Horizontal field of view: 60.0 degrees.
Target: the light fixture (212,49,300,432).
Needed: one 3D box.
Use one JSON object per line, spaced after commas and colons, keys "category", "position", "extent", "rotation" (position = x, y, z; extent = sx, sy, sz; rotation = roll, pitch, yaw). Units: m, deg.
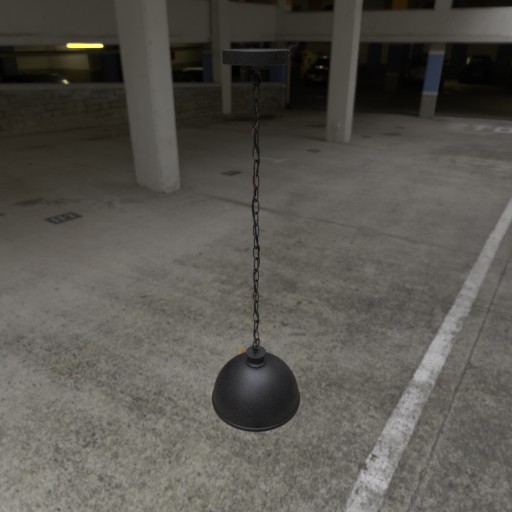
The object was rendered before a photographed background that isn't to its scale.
{"category": "light fixture", "position": [0.000, 0.000, 1.291], "extent": [0.304, 1.090, 0.304], "rotation": [16, 31, 30]}
